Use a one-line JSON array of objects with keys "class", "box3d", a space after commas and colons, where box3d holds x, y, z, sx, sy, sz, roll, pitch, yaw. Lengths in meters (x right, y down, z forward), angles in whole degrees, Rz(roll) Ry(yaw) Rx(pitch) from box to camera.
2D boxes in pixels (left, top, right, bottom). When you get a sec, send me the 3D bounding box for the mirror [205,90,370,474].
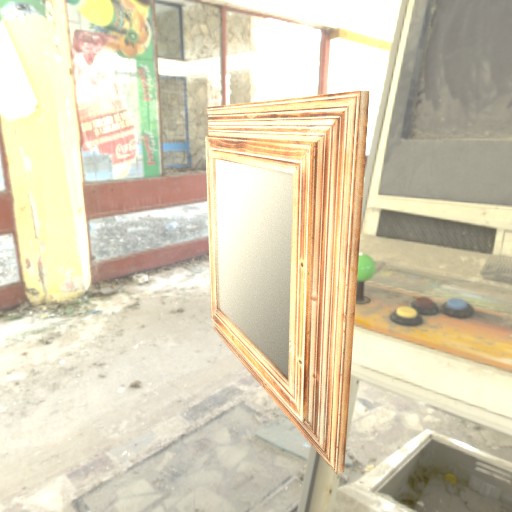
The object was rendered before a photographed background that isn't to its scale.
[{"class": "mirror", "box3d": [0.000, 0.000, 1.219, 0.061, 0.804, 0.804, -8, 18, -24]}]
